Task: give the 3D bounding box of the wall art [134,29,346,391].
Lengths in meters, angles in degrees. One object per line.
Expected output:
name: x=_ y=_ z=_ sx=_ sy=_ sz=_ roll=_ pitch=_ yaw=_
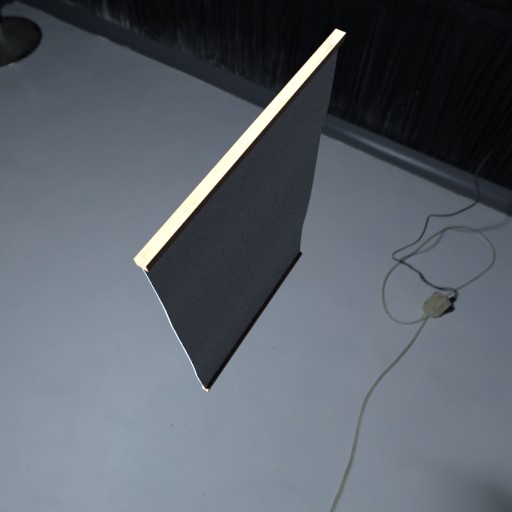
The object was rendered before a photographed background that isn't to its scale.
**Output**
wall art: x=0.000 y=0.000 z=0.635 sx=0.012 sy=0.508 sz=0.332 roll=30 pitch=66 yaw=15
